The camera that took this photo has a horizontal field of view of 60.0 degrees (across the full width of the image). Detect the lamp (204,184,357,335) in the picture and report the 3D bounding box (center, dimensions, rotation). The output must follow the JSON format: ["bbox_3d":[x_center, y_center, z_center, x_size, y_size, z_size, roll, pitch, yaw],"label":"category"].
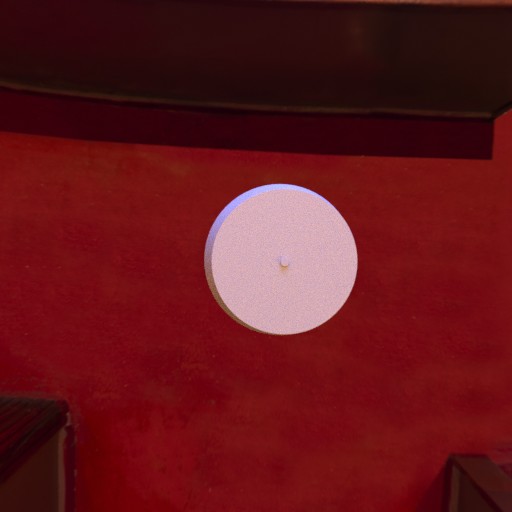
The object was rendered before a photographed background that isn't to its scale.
[{"bbox_3d":[0.000,0.000,1.618,0.468,1.429,0.508,0,91,-1],"label":"lamp"}]
